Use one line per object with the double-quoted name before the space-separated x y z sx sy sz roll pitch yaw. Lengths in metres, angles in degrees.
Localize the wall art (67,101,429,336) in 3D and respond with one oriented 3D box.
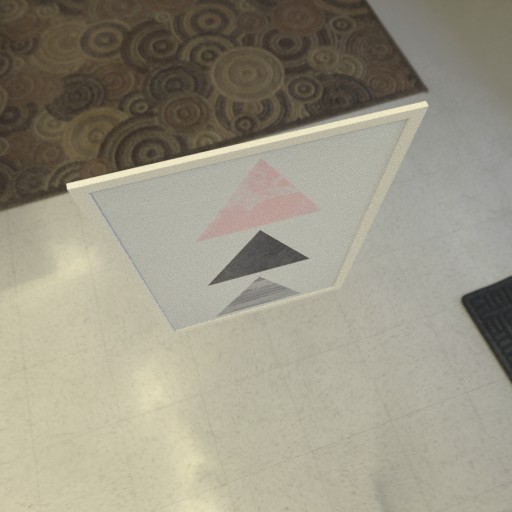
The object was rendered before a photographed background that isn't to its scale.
"wall art" 0.000 0.000 1.205 0.659 0.940 0.013 -15 66 -7
